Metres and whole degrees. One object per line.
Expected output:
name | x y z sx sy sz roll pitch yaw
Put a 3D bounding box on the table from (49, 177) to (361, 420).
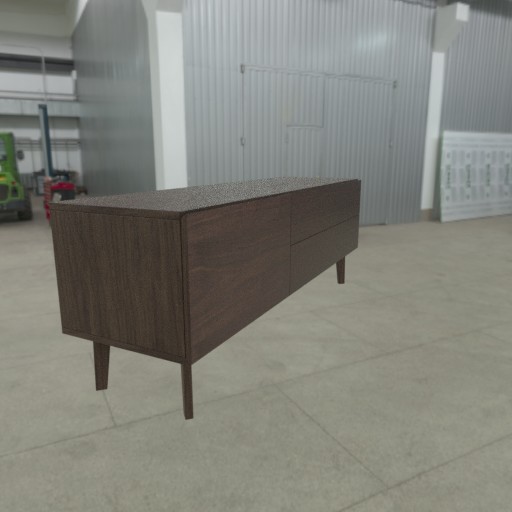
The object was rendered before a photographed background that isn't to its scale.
table | 0.000 0.000 1.637 0.405 0.508 1.397 7 14 26
